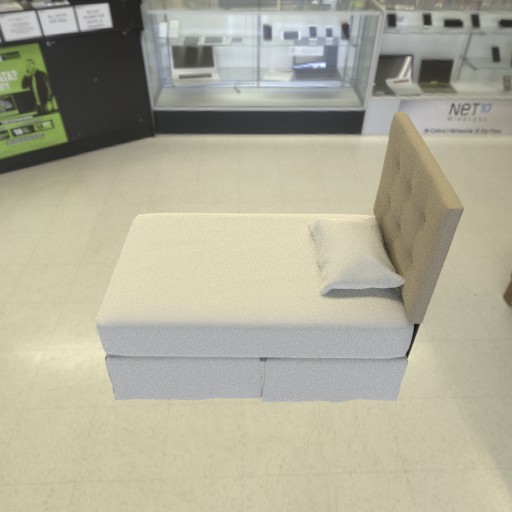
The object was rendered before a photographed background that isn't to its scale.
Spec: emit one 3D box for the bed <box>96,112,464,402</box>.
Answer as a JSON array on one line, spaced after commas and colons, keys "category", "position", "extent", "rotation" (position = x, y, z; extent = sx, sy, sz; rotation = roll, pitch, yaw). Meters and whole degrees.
[{"category": "bed", "position": [0.000, 0.000, 3.005], "extent": [1.997, 1.571, 1.261], "rotation": [0, 40, 1]}]
